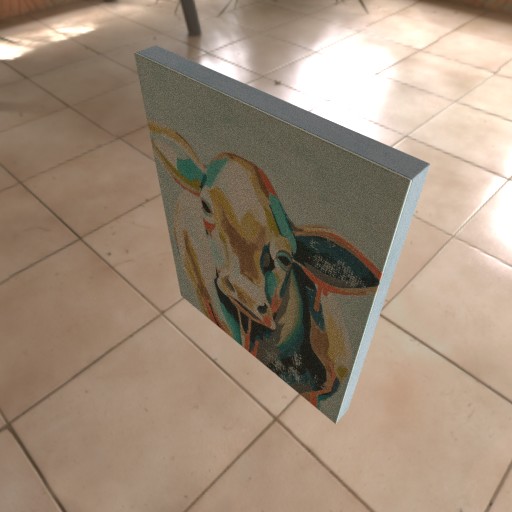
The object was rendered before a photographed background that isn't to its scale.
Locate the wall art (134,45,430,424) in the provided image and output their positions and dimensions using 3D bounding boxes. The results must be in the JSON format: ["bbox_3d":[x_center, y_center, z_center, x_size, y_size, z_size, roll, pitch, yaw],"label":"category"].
[{"bbox_3d":[0.000,0.000,0.680,0.409,0.509,0.037,34,55,28],"label":"wall art"}]
